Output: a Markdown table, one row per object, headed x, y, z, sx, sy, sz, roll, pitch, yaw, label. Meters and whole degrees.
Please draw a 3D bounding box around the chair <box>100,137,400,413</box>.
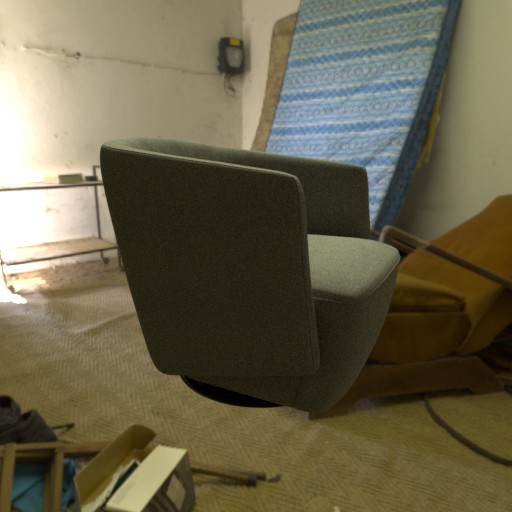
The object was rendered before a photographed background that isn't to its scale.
| x | y | z | sx | sy | sz | roll | pitch | yaw | label |
| --- | --- | --- | --- | --- | --- | --- | --- | --- | --- |
| 0.000 | 0.000 | 1.642 | 0.986 | 0.861 | 0.822 | 7 | 15 | 26 | chair |
